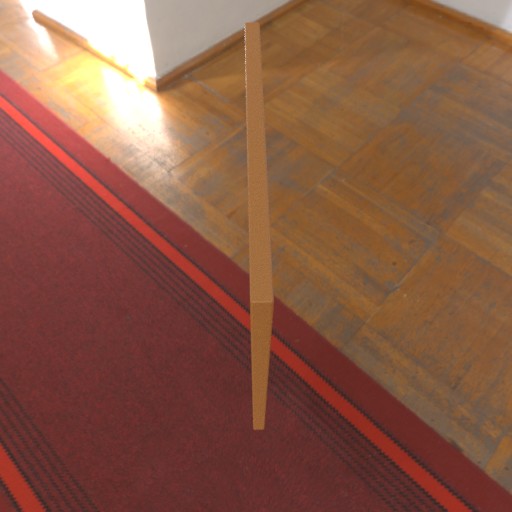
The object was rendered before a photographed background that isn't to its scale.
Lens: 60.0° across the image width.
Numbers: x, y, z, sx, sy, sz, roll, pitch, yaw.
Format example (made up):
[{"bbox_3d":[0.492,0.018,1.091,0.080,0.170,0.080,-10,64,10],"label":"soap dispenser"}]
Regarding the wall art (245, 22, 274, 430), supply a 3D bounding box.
[{"bbox_3d":[0.000,0.000,0.754,0.022,0.553,0.452,-1,57,-1],"label":"wall art"}]
